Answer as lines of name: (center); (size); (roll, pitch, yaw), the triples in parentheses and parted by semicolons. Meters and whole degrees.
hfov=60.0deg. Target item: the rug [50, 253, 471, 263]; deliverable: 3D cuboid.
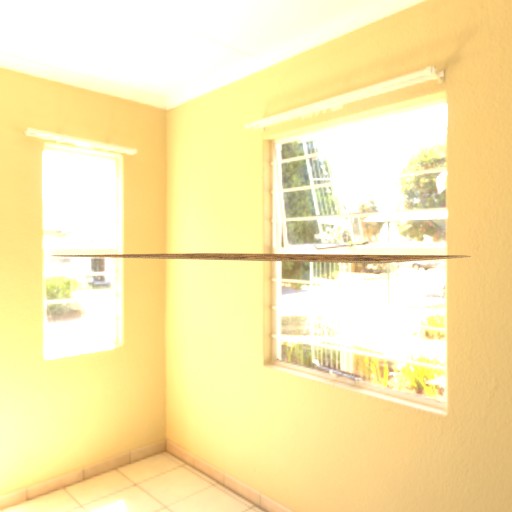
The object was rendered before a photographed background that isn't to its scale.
rug: (0.000, 0.000, 2.870); (2.284, 0.008, 1.522); (1, 1, 37)
